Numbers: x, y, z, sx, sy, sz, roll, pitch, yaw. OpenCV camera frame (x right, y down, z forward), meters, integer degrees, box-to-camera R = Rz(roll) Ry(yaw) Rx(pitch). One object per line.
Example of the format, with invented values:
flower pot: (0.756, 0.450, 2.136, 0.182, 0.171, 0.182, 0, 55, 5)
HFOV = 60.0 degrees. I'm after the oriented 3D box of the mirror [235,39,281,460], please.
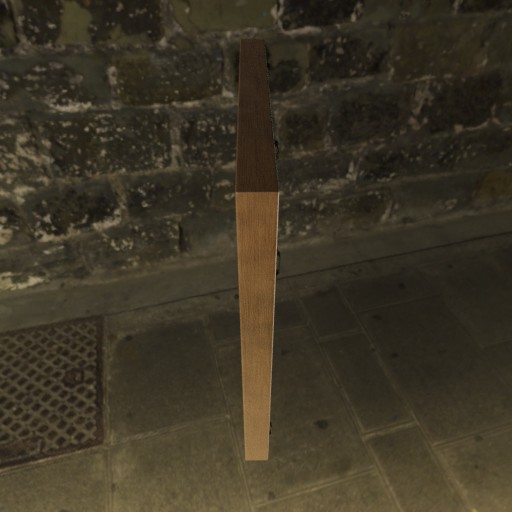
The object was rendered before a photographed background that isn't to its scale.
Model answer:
mirror: (0.000, 0.000, 0.682, 0.041, 0.508, 0.405, -1, 42, -1)
